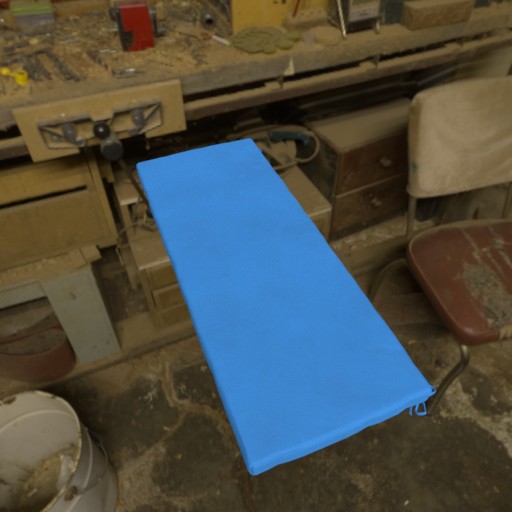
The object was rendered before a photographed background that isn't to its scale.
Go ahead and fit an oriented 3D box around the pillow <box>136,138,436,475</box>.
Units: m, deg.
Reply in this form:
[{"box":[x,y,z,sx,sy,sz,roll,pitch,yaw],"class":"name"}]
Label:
[{"box":[0.000,0.000,1.338,0.492,0.081,1.187,-16,49,-15],"class":"pillow"}]
